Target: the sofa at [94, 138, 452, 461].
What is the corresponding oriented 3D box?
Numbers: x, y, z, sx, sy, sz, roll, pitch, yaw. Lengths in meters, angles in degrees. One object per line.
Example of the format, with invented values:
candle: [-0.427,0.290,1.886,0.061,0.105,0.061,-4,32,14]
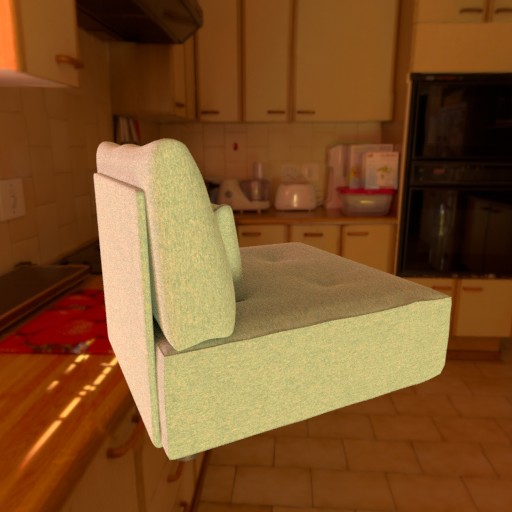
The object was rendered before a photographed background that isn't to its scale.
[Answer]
sofa: [0.000,0.000,1.635,1.000,0.820,0.930,-7,16,-26]
